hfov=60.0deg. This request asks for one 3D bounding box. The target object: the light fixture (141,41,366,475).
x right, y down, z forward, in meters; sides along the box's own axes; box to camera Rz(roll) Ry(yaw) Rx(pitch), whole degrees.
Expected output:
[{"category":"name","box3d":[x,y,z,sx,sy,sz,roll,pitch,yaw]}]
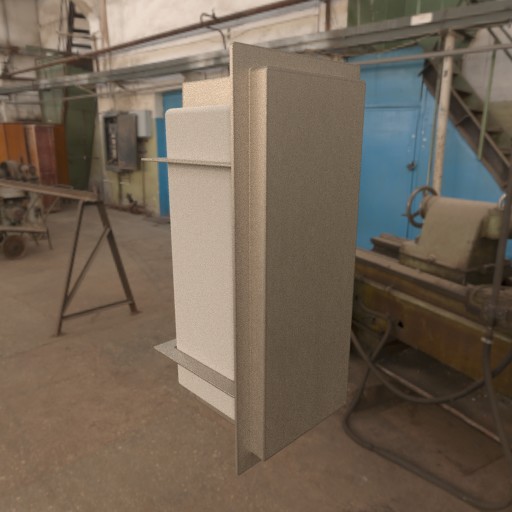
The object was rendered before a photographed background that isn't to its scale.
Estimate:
[{"category":"light fixture","box3d":[0.000,0.000,0.472,0.168,0.380,0.160,-14,21,-42]}]
